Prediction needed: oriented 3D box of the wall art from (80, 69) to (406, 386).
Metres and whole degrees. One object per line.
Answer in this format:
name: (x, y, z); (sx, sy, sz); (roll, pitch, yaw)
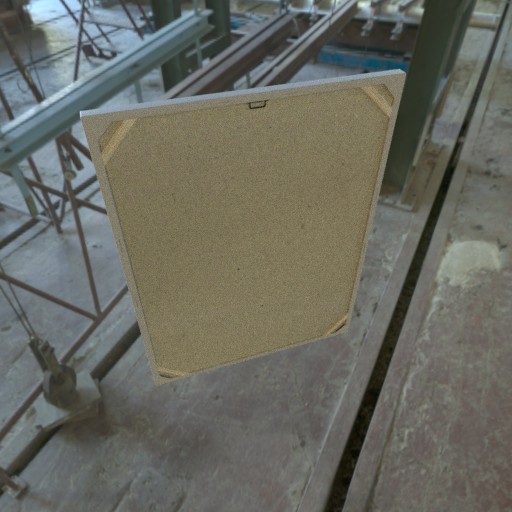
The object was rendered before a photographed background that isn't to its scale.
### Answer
wall art: (0.000, 0.000, 1.607); (0.914, 1.212, 0.038); (-13, 44, -14)
